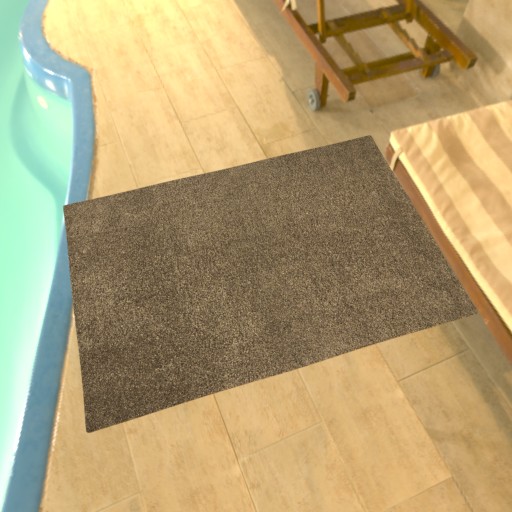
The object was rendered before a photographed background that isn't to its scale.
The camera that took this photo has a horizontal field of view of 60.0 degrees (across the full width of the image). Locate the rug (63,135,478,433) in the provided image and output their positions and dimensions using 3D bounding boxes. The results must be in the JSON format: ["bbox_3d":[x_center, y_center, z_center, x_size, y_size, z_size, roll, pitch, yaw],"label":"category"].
[{"bbox_3d":[0.000,0.000,3.334,2.699,0.026,1.802,-15,60,-9],"label":"rug"}]
